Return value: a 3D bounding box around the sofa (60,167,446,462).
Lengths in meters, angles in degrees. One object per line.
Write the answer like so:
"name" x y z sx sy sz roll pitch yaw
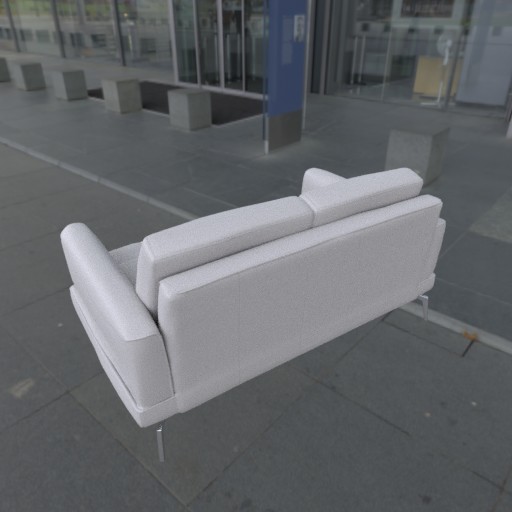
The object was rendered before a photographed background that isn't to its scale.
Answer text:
"sofa" 0.000 0.000 2.401 1.819 0.930 1.121 -18 34 -29
